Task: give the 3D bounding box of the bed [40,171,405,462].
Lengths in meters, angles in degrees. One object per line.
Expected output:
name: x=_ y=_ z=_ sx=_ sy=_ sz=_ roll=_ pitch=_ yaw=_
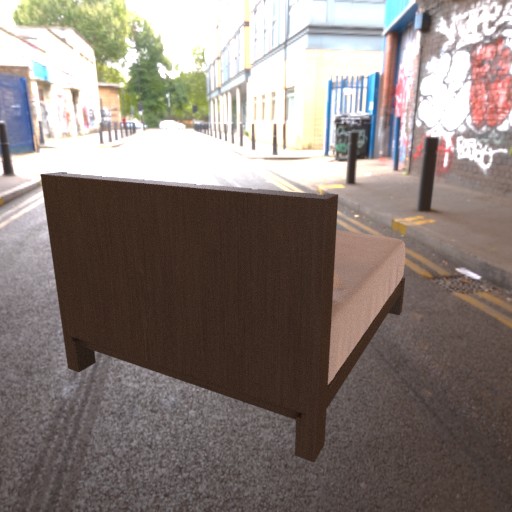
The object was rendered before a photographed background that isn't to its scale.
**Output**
bed: x=0.000 y=0.000 z=3.153 sx=1.735 sy=1.261 sz=1.992 roll=9 pitch=19 yaw=28
